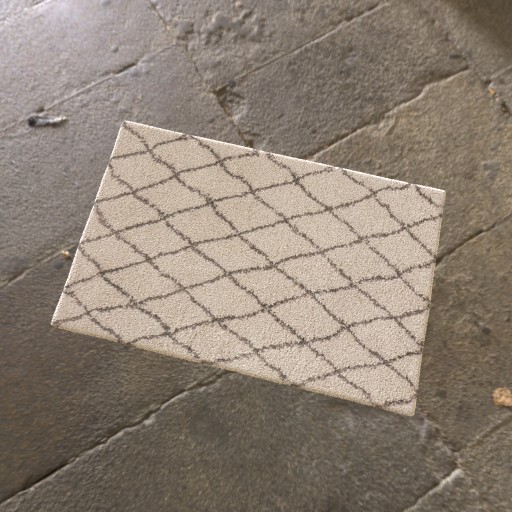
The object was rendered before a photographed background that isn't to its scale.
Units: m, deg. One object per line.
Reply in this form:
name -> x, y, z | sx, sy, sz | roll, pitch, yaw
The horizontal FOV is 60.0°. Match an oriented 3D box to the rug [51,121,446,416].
rug -> 0.000, 0.000, 3.460 | 2.743, 0.030, 1.778 | 13, 76, 3
